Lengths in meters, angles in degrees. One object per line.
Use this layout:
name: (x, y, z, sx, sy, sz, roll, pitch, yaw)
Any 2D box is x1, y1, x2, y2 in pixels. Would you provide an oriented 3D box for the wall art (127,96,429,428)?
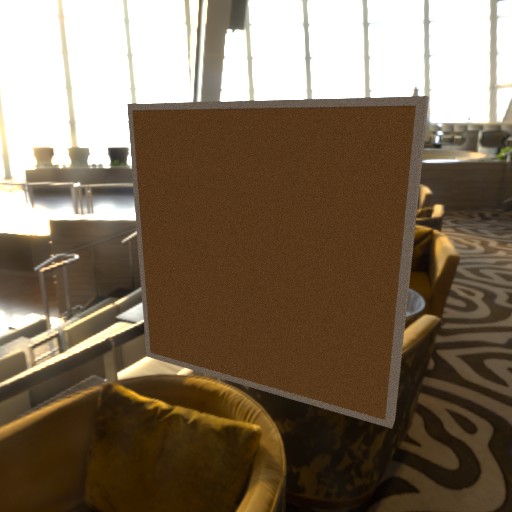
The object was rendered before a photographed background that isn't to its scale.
wall art: (0.000, 0.000, 1.150, 0.762, 0.762, 0.038, 8, 19, 26)
